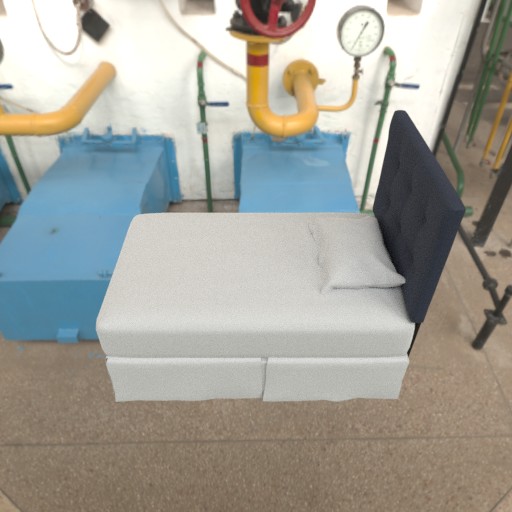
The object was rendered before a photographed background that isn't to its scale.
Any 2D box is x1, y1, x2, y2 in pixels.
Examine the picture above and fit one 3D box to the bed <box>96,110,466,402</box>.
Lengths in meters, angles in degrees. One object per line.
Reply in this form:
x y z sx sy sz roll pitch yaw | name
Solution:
0.000 0.000 2.993 1.997 1.571 1.261 0 41 0 | bed
